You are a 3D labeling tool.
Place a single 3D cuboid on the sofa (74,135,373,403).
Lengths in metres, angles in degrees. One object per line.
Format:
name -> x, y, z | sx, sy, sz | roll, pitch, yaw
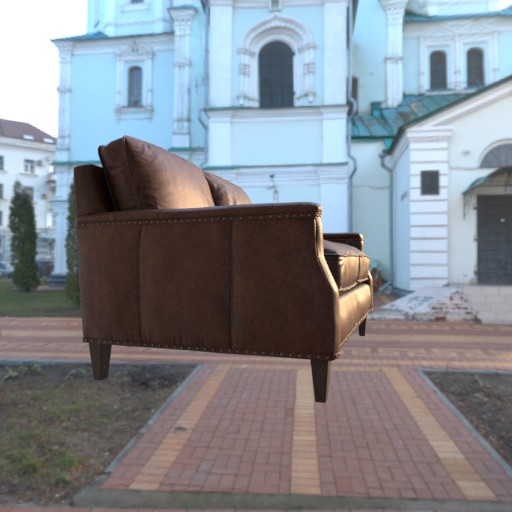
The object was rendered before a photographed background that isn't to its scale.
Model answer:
sofa -> 0.000, 0.000, 2.324 | 1.083, 1.003, 1.628 | 0, -1, 19
